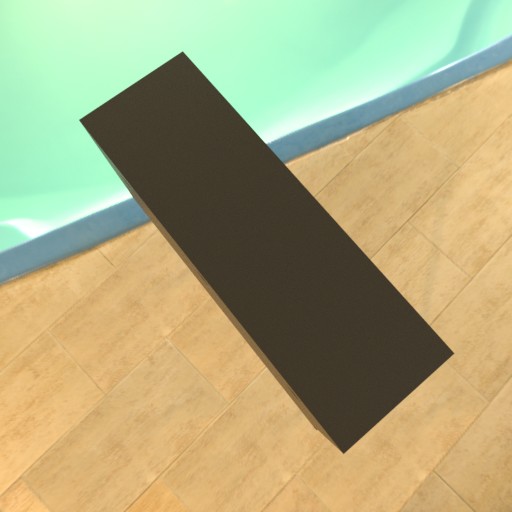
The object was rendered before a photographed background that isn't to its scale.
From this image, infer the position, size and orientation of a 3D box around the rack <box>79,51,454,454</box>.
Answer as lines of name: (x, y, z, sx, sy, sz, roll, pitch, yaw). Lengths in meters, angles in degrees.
rack: (0.000, 0.000, 1.534, 0.399, 0.635, 1.206, -38, 78, -9)
